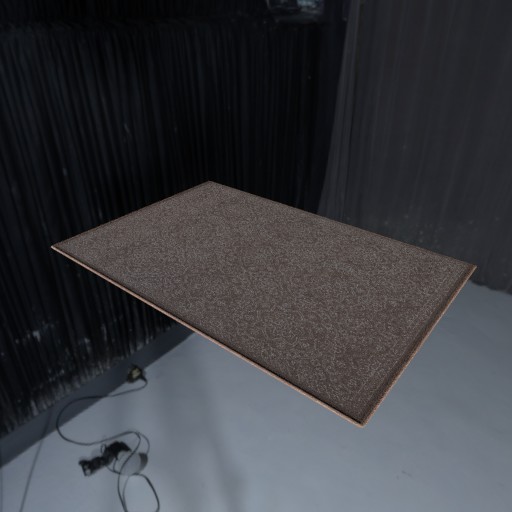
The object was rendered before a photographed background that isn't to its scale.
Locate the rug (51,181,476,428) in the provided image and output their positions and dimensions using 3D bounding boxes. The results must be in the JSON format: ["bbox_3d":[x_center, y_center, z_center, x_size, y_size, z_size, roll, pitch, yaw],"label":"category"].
[{"bbox_3d":[0.000,0.000,2.847,2.286,0.011,1.524,22,37,32],"label":"rug"}]
